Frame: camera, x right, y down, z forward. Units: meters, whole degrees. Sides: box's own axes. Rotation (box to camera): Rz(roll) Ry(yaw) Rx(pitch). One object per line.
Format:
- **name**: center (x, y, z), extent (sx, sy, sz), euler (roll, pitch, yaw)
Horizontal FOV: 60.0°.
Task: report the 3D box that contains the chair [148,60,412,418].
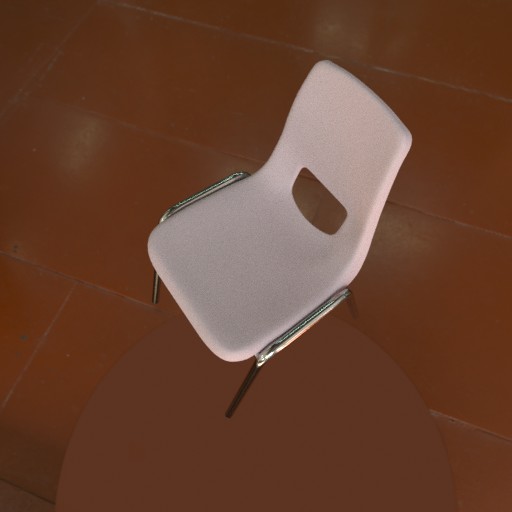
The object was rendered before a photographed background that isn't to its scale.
- **chair**: center (0.000, 0.000, 0.911), extent (0.436, 0.653, 0.381), euler (-32, 67, -15)
